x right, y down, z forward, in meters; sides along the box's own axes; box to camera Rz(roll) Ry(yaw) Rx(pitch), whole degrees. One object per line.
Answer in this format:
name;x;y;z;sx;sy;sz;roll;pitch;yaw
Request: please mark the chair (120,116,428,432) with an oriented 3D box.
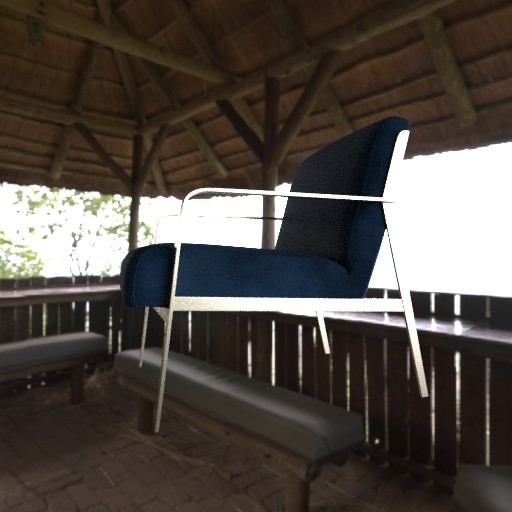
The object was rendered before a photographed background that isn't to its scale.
chair;0.000;0.000;1.471;0.859;0.831;0.692;0;0;-18
